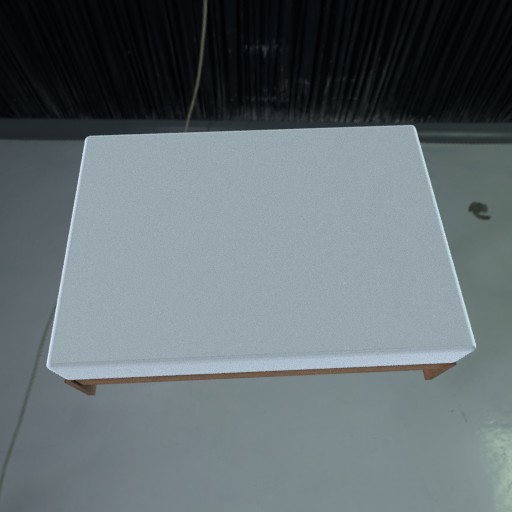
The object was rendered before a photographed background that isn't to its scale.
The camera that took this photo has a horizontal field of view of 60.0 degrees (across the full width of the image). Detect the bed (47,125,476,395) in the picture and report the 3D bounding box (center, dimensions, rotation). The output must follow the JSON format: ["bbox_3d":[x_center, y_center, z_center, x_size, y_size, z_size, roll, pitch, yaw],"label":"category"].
[{"bbox_3d":[0.000,0.000,2.525,1.927,0.616,1.348,-2,63,-1],"label":"bed"}]
